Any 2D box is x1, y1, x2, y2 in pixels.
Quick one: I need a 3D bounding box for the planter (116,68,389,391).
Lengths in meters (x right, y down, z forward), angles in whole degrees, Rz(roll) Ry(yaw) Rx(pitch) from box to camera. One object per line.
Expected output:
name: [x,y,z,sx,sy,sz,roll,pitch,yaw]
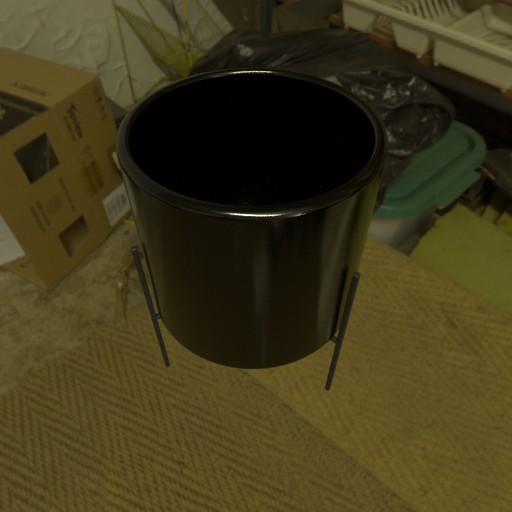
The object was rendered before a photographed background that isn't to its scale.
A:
planter: [0.000,0.000,0.652,0.310,0.432,0.310,18,50,16]
